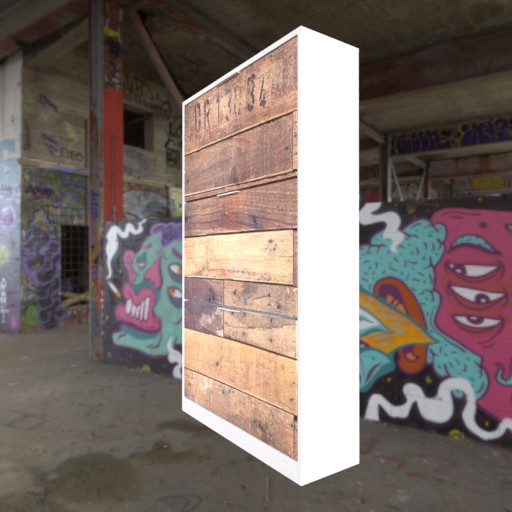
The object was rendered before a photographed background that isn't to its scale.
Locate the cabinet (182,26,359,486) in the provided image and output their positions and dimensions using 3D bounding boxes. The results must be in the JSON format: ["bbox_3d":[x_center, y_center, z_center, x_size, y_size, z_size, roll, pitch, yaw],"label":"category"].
[{"bbox_3d":[0.000,0.000,1.602,0.250,1.280,0.750,0,0,-35],"label":"cabinet"}]
